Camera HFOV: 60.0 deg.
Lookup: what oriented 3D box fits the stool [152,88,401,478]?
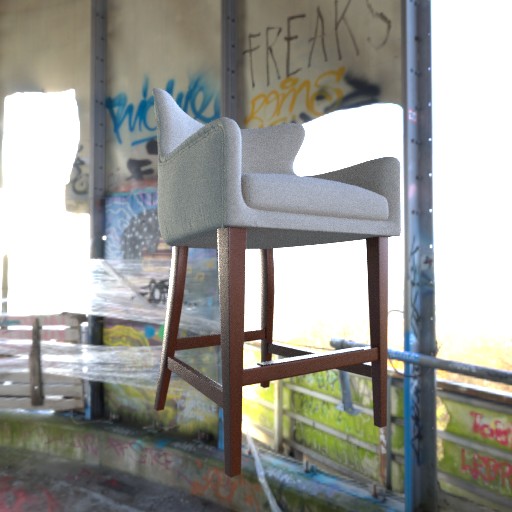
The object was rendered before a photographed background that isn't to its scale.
[{"bbox_3d":[0.000,0.000,1.364,0.615,0.987,0.637,1,-2,-36],"label":"stool"}]
